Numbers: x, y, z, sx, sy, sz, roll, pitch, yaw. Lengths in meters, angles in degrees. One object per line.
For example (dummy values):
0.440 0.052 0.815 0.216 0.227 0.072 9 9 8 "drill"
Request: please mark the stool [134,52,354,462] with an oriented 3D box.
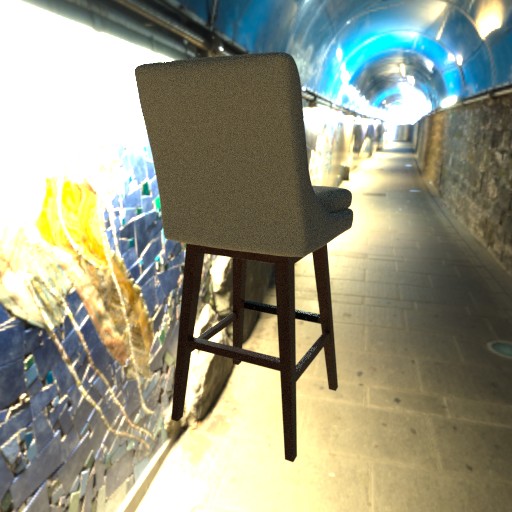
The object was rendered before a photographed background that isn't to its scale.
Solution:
0.000 0.000 1.400 0.483 1.093 0.559 8 18 26 "stool"
